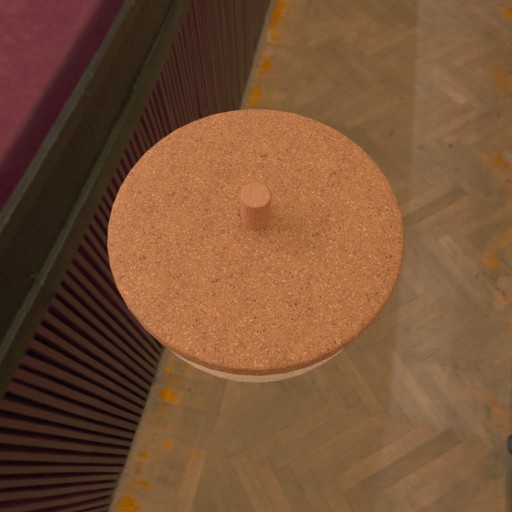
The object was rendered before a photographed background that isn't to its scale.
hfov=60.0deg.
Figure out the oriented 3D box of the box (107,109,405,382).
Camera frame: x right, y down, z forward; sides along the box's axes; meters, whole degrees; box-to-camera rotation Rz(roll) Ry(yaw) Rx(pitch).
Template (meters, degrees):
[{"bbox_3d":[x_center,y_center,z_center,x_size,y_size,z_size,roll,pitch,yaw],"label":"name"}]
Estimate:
[{"bbox_3d":[0.000,0.000,0.187,0.107,0.094,0.107,0,65,0],"label":"box"}]
